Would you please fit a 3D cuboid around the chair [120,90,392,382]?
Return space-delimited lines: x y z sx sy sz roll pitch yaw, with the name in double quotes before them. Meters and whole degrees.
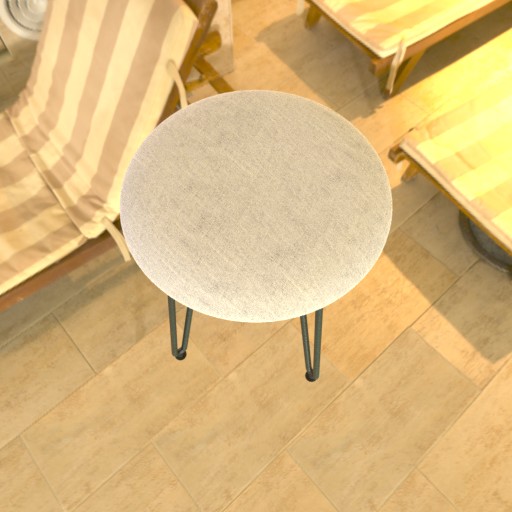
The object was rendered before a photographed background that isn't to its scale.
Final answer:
"chair" 0.000 0.000 0.649 0.350 0.386 0.350 -33 67 -15
